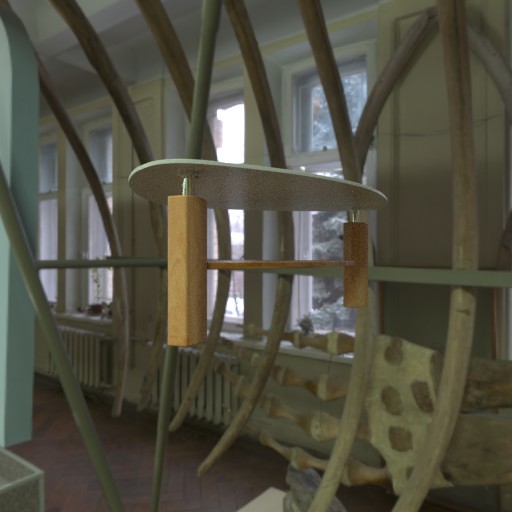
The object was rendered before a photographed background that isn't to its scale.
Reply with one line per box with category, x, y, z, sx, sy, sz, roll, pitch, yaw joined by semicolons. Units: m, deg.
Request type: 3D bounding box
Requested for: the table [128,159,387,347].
table;0.000;0.000;1.634;0.850;0.440;1.250;0;0;37
